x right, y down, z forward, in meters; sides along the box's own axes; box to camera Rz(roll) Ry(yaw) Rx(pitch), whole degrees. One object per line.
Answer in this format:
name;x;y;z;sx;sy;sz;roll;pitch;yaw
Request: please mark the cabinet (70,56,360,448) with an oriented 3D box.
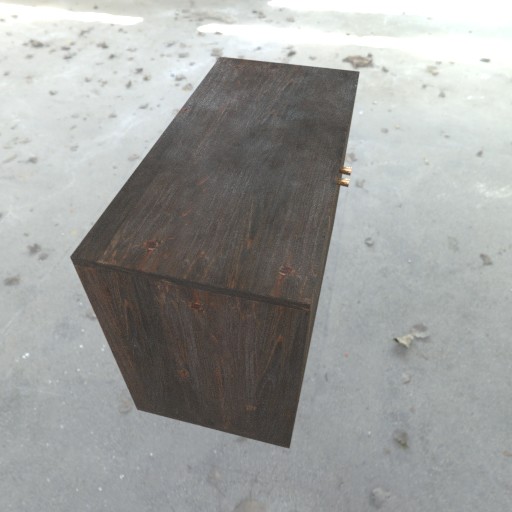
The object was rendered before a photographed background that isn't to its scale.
cabinet;0.000;0.000;1.525;0.529;0.897;1.023;10;47;10
